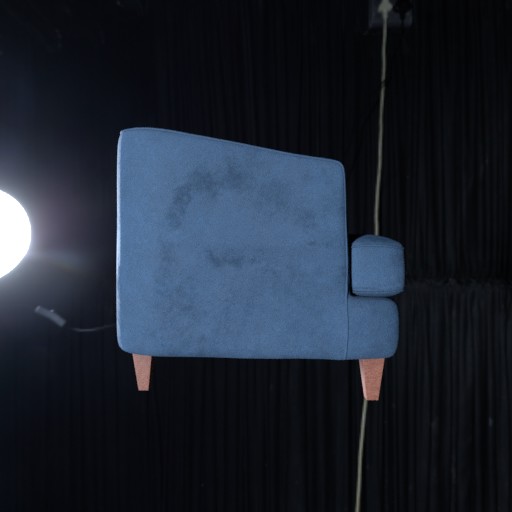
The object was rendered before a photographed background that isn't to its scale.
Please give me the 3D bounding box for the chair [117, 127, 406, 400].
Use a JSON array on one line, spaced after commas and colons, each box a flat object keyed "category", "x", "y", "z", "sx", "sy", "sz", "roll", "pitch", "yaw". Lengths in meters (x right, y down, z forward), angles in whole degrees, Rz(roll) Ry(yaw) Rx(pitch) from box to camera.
[{"category": "chair", "x": 0.000, "y": 0.000, "z": 1.807, "sx": 0.940, "sy": 0.852, "sz": 1.094, "roll": 0, "pitch": 0, "yaw": 1}]
